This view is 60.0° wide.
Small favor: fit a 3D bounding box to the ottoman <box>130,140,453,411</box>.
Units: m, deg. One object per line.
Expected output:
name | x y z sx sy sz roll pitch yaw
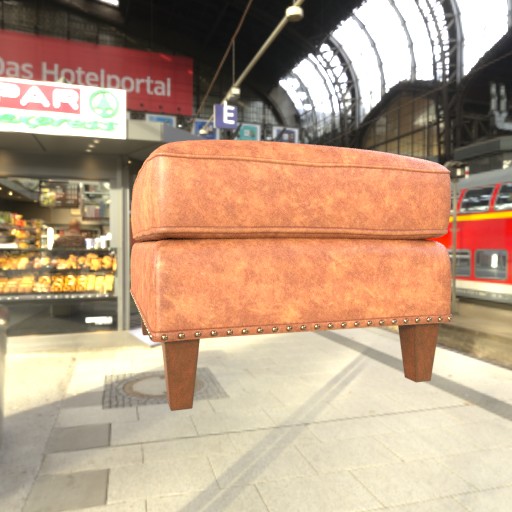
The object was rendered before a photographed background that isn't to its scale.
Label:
ottoman | 0.000 0.000 1.114 0.586 0.486 0.742 0 2 -18
